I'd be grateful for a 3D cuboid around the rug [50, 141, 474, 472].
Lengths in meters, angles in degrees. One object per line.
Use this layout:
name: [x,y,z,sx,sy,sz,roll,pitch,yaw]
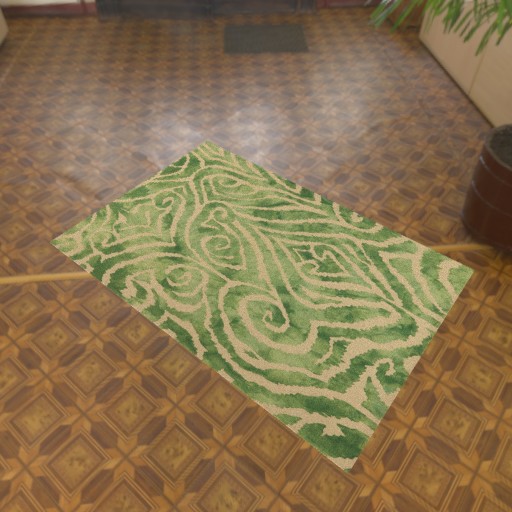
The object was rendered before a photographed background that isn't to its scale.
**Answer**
rug: [0.000,0.000,2.287,1.826,0.006,1.220,31,55,25]
